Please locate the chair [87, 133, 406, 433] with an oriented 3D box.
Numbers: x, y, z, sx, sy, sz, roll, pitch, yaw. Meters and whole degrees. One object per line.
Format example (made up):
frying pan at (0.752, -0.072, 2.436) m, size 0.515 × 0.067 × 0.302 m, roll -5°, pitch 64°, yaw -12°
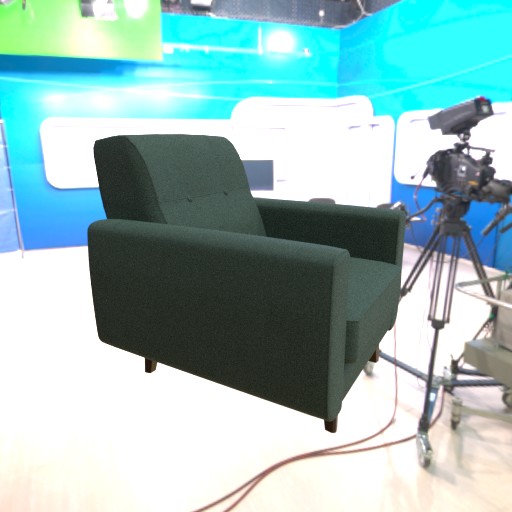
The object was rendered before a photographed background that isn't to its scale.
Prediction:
chair at (0.000, 0.000, 1.572) m, size 0.909 × 0.841 × 0.831 m, roll 8°, pitch 17°, yaw 28°
